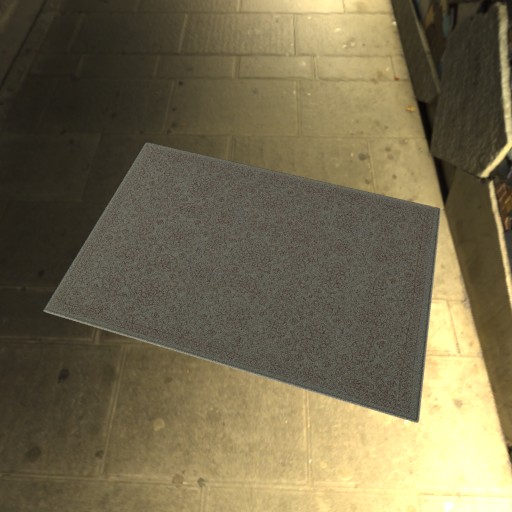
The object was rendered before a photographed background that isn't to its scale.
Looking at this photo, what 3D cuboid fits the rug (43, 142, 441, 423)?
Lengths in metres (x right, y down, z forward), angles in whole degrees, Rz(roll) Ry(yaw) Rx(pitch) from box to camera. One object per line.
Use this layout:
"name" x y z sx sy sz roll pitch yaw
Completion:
"rug" 0.000 0.000 2.350 1.829 0.010 1.219 14 59 9
